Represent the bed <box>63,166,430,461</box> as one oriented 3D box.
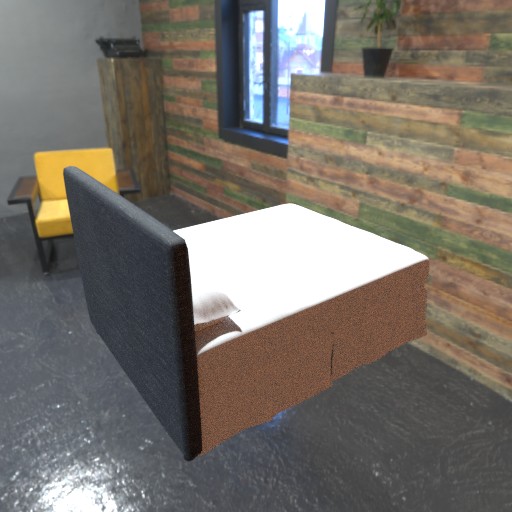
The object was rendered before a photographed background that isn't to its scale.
[{"bbox_3d":[0.000,0.000,3.255,2.142,1.330,1.723,-17,30,-32],"label":"bed"}]
